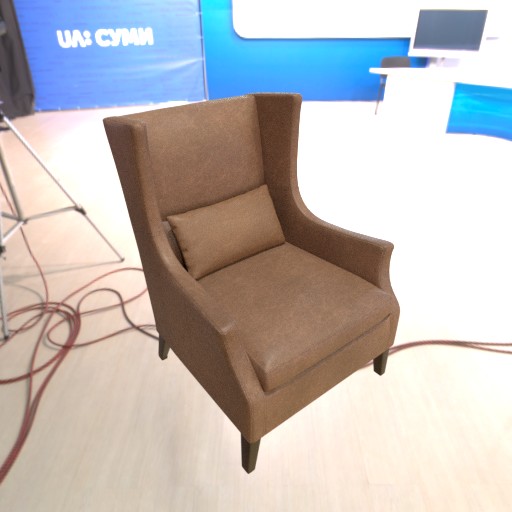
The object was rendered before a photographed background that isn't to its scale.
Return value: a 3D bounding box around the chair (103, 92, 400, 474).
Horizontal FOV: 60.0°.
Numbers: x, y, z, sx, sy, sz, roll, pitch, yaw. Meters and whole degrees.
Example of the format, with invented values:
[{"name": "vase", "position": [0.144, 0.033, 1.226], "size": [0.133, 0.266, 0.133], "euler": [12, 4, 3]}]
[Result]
[{"name": "chair", "position": [0.000, 0.000, 1.747], "size": [0.815, 1.088, 0.913], "euler": [-23, 38, -32]}]
